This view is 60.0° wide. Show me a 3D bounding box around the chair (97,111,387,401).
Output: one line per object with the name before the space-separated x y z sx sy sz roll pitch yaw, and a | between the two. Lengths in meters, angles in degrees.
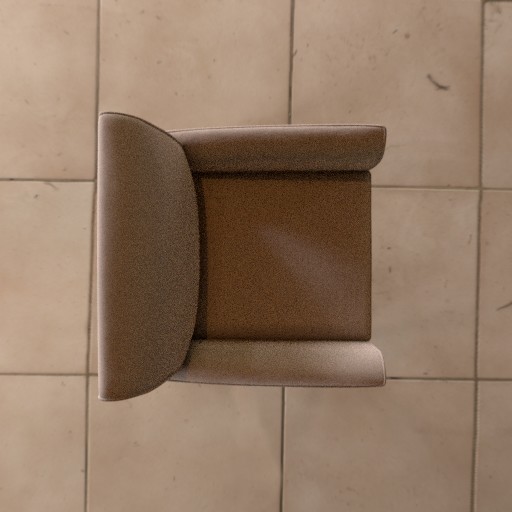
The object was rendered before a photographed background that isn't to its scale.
chair | 0.000 0.000 1.547 0.820 0.915 0.820 0 90 -1
